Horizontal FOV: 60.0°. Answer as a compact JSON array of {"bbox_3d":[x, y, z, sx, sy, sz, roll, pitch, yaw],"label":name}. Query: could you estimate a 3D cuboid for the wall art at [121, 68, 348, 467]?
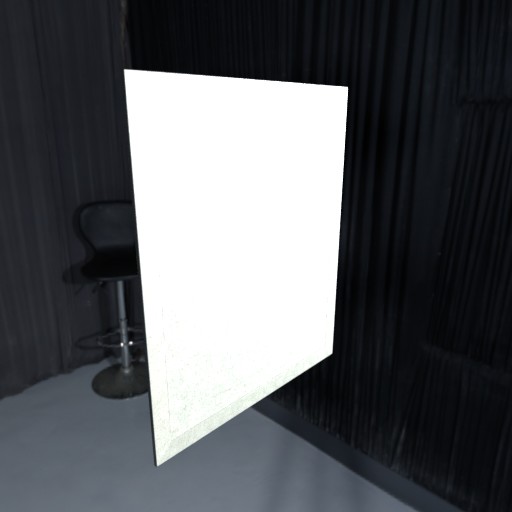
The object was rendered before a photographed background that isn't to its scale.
[{"bbox_3d":[0.000,0.000,0.619,0.023,0.457,0.381,16,24,41],"label":"wall art"}]
